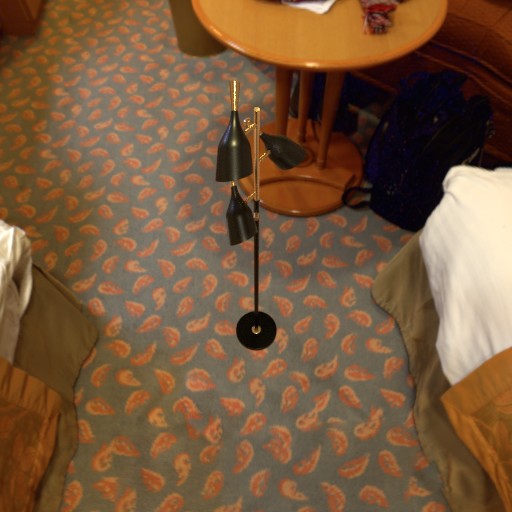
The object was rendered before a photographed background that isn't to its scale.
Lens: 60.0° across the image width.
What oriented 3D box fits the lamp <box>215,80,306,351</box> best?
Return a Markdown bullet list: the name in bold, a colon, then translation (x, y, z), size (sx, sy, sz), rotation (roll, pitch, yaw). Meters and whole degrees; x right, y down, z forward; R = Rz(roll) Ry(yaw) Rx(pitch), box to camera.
- **lamp**: translation (0.000, 0.000, 1.993), size (0.253, 1.778, 0.434), rotation (33, 64, 19)
